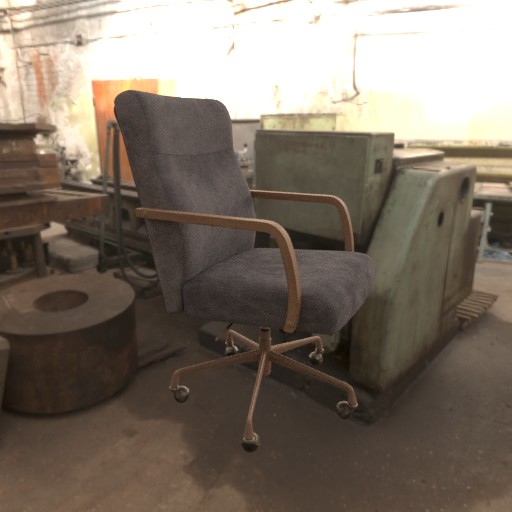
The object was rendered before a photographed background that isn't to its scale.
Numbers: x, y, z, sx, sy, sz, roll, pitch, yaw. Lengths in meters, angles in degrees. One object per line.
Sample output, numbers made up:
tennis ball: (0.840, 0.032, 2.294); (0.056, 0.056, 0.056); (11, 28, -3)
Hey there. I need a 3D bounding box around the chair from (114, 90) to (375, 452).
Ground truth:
chair: (0.000, 0.000, 1.472); (0.741, 1.029, 0.640); (8, 18, 26)
